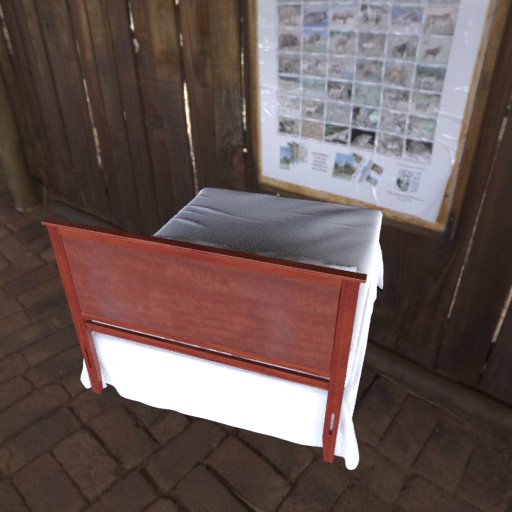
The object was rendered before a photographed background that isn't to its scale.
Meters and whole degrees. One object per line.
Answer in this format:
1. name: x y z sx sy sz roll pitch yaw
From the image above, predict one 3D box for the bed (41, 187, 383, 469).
1. bed: 0.000 0.000 3.206 1.870 1.270 2.050 10 33 16
